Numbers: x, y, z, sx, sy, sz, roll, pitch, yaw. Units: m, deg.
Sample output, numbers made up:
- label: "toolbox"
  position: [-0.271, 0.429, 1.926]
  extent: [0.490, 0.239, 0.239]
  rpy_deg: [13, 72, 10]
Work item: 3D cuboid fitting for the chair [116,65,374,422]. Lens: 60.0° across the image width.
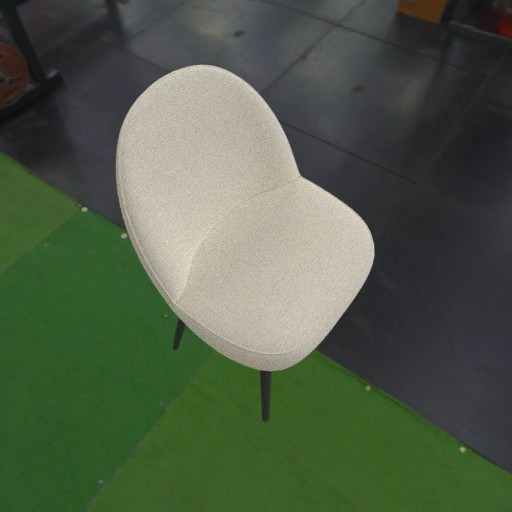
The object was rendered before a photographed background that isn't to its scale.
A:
- label: "chair"
  position: [0.000, 0.000, 1.167]
  extent: [0.540, 0.838, 0.532]
  rpy_deg: [33, 62, 20]
